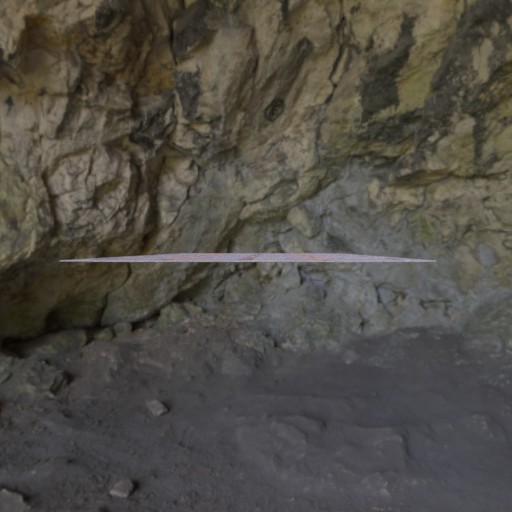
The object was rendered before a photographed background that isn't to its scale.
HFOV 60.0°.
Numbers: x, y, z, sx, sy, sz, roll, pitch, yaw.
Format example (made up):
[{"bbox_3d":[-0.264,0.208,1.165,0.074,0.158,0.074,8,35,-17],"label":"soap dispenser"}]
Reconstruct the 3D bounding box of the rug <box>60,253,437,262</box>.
[{"bbox_3d":[0.000,0.000,2.988,1.515,0.007,2.427,0,1,2],"label":"rug"}]
